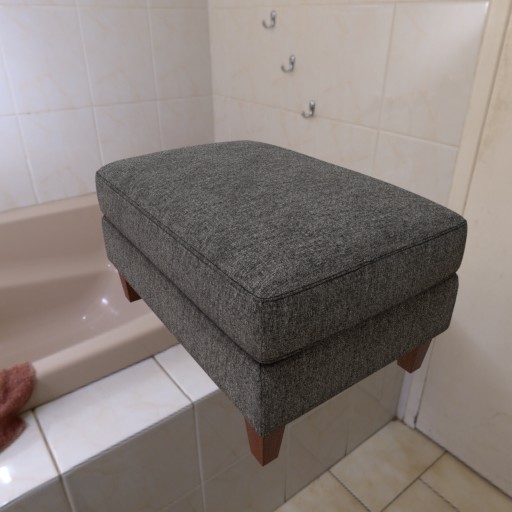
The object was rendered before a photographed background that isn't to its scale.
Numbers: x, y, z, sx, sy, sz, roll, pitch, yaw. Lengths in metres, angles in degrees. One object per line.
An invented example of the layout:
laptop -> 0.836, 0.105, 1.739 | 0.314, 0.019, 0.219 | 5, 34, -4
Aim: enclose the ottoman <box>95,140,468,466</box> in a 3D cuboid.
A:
ottoman -> 0.000, 0.000, 1.195 | 0.584, 0.483, 0.864 | -18, 33, -31
